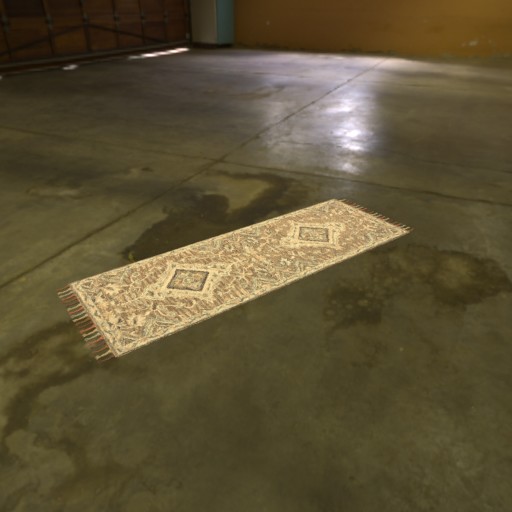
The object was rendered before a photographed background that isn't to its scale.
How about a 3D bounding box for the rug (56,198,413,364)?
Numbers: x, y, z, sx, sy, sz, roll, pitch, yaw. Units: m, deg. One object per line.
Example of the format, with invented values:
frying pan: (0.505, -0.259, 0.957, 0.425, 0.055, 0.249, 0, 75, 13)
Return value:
rug: (0.000, 0.000, 2.821, 2.378, 0.018, 1.324, -10, 32, -17)
